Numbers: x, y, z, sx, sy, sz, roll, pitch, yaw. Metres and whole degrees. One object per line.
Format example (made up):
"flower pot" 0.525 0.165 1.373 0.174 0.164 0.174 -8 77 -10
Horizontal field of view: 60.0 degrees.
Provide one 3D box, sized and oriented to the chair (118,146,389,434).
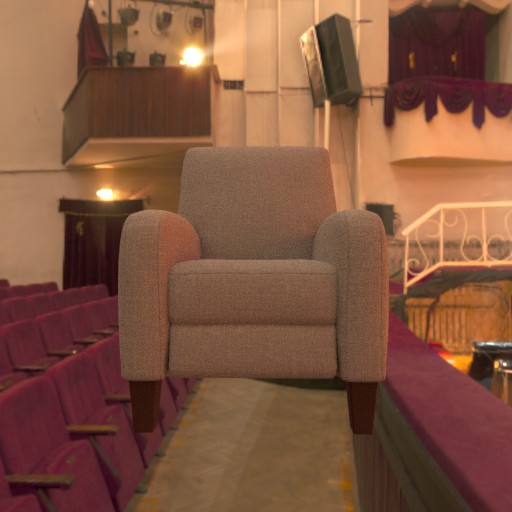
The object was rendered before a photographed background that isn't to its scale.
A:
"chair" 0.000 0.000 1.654 0.762 0.990 0.990 0 0 1
